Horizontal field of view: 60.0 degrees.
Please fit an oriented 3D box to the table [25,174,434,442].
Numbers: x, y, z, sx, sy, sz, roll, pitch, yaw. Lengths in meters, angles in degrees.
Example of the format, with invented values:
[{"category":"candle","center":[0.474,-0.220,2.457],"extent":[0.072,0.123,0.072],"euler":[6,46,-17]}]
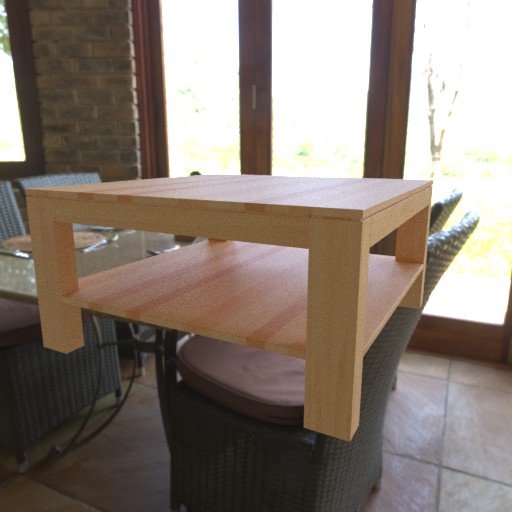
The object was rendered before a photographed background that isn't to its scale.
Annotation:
[{"category":"table","center":[0.000,0.000,1.397],"extent":[0.900,0.450,0.900],"euler":[7,15,28]}]
